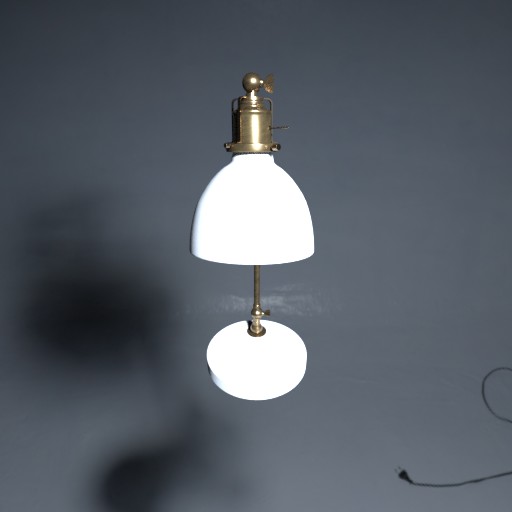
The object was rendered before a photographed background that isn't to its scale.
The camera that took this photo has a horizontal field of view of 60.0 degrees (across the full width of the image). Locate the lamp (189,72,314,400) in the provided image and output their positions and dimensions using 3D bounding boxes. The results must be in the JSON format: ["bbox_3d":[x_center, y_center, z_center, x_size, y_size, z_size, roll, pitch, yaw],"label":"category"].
[{"bbox_3d":[0.000,0.000,0.666,0.186,0.522,0.317,1,31,1],"label":"lamp"}]
